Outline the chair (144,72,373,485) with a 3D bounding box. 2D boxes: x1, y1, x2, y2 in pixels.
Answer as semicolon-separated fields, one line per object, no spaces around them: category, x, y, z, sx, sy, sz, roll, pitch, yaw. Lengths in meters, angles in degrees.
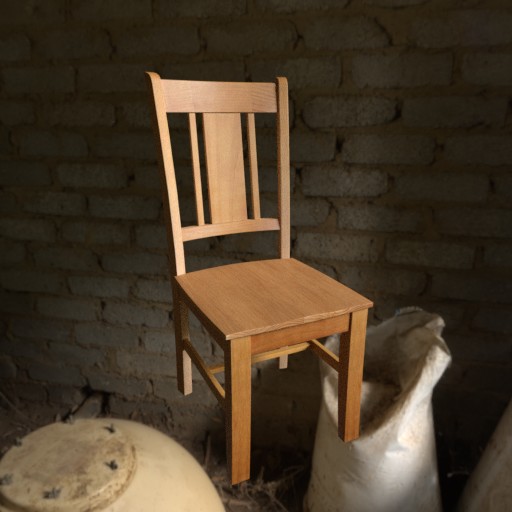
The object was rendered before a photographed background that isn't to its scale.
chair;0.000;0.000;1.269;0.450;0.998;0.556;-8;20;-24
